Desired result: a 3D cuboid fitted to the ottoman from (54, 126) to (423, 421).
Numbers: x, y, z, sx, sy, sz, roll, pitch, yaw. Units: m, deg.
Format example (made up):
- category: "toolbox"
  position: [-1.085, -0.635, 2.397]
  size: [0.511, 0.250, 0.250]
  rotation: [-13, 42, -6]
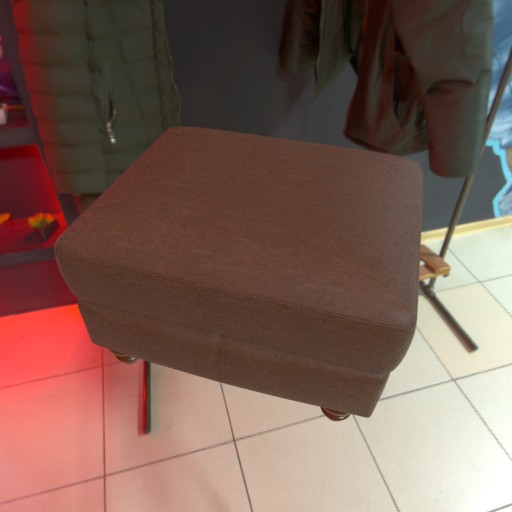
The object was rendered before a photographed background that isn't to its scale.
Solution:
- category: "ottoman"
  position: [0.000, 0.000, 1.193]
  size: [0.787, 0.508, 0.635]
  rotation: [11, 43, 13]
